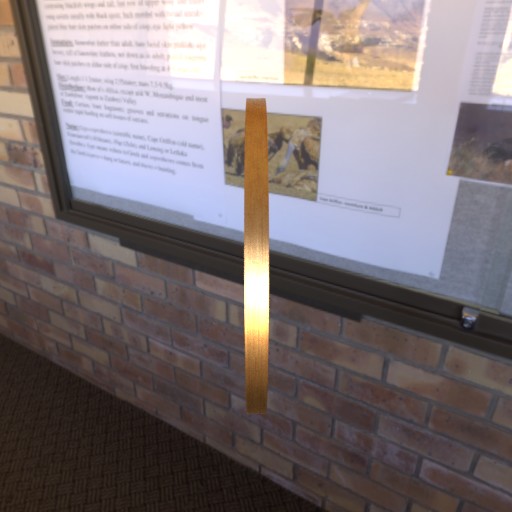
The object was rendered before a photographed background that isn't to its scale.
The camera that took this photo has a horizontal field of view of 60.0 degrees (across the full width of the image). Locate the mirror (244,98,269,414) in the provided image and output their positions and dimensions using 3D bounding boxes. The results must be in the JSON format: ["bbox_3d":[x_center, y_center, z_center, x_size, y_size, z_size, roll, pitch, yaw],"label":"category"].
[{"bbox_3d":[0.000,0.000,0.842,0.032,0.565,0.565,0,26,0],"label":"mirror"}]
